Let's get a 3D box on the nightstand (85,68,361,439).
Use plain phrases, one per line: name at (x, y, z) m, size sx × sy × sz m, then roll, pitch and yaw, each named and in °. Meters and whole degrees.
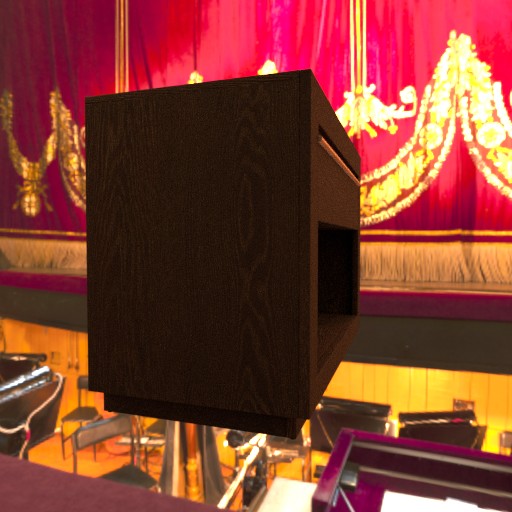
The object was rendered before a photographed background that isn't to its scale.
nightstand at (0.000, 0.000, 1.134) m, size 0.457 × 0.612 × 0.775 m, roll 1°, pitch 2°, yaw 19°
